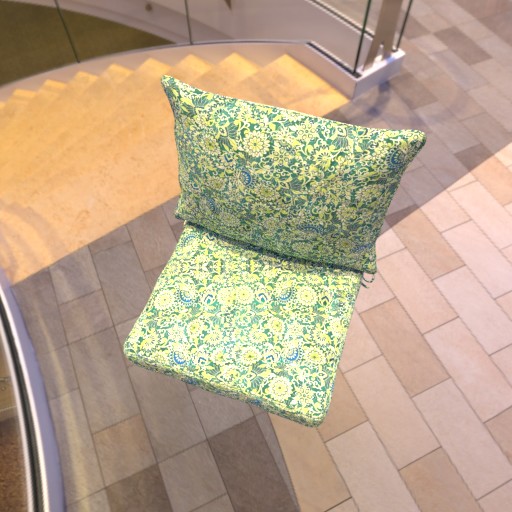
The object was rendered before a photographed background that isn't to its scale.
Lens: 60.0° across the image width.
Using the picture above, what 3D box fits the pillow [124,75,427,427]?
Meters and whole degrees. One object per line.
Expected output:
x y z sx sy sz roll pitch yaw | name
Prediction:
0.000 0.000 1.373 0.798 0.722 0.740 16 60 10 | pillow
